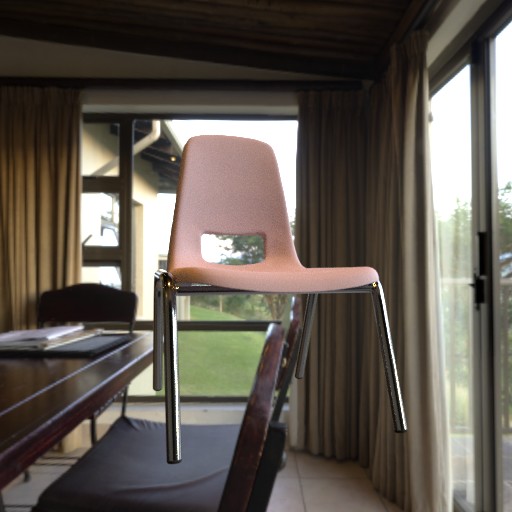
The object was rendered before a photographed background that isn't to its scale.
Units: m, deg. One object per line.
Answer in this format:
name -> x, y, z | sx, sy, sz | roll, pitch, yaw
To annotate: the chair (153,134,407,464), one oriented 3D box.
chair -> 0.000, 0.000, 0.790 | 0.354, 0.536, 0.385 | 0, -1, -18
